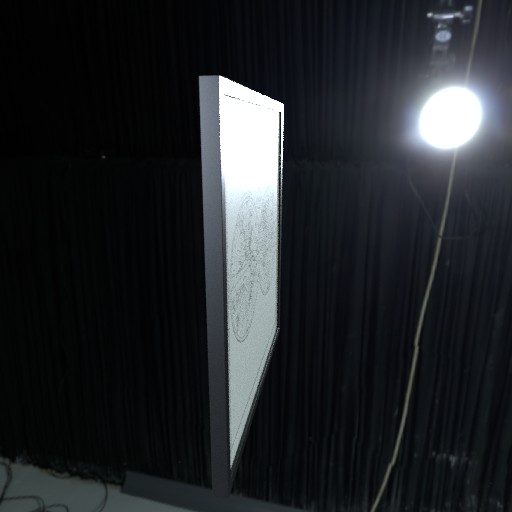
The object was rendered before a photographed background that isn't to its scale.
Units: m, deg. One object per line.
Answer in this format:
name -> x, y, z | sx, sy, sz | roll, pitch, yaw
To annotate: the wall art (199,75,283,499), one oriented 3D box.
wall art -> 0.000, 0.000, 1.132 | 0.031, 0.775, 0.773 | 3, 16, 10
